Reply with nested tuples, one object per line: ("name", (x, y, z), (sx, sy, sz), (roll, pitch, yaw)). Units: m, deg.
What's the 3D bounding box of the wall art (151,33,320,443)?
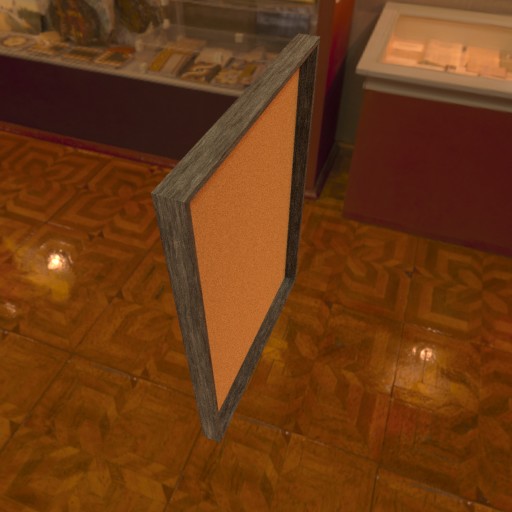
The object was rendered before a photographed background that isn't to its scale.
("wall art", (0.000, 0.000, 1.338), (0.063, 1.016, 0.762), (17, 49, 15))
